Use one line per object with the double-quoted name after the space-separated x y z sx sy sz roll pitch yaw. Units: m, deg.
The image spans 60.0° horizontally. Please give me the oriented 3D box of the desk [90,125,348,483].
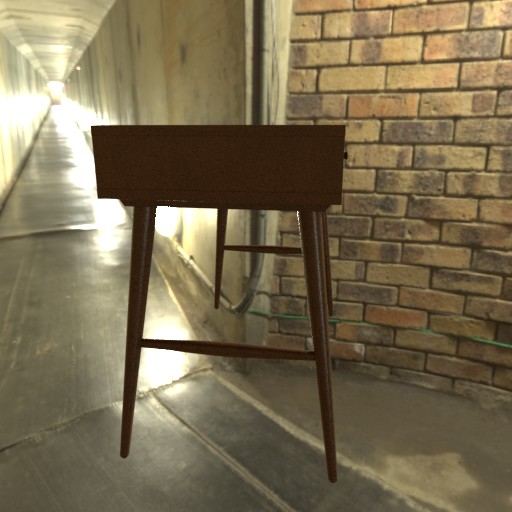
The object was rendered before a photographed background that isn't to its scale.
0.000 0.000 1.347 0.510 0.758 0.949 2 16 9 "desk"
